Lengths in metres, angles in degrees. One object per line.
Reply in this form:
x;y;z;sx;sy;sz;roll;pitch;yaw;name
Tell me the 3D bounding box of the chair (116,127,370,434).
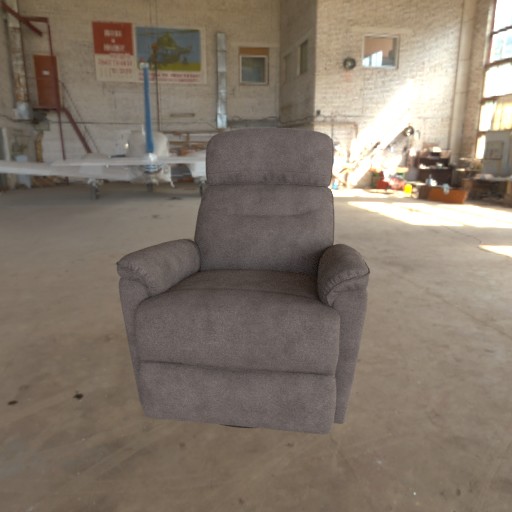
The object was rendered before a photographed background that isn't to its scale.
0.000;0.000;1.796;0.830;1.036;1.009;2;14;9;chair
